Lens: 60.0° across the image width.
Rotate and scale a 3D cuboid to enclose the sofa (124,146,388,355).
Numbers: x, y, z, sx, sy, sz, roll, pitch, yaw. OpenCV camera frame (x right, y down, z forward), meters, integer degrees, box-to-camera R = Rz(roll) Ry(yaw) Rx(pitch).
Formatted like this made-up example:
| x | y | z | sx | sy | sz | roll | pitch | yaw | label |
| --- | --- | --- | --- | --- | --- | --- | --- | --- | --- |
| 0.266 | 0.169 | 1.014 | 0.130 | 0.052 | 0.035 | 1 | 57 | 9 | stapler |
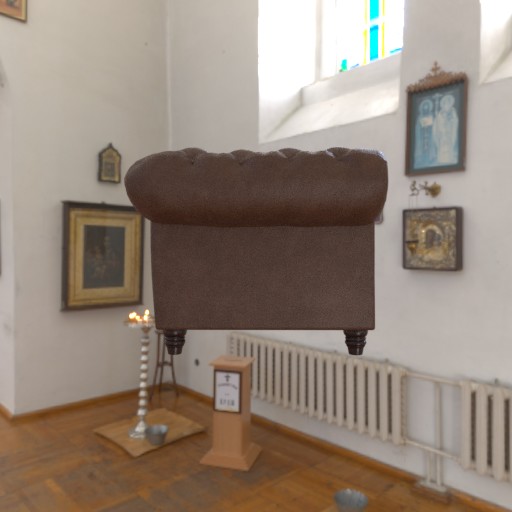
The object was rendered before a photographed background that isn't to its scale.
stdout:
| x | y | z | sx | sy | sz | roll | pitch | yaw | label |
| --- | --- | --- | --- | --- | --- | --- | --- | --- | --- |
| 0.000 | 0.000 | 2.495 | 0.955 | 0.784 | 2.048 | 0 | -1 | 1 | sofa |
